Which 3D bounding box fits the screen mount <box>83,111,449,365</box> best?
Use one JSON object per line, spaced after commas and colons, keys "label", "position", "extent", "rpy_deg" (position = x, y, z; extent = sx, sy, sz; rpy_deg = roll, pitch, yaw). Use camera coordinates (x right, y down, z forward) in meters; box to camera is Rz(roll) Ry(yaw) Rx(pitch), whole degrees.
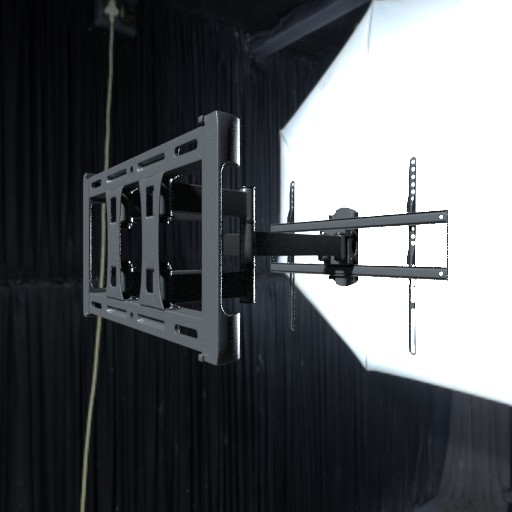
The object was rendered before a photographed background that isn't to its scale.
{"label": "screen mount", "position": [0.000, 0.000, 1.082], "extent": [0.644, 0.491, 0.661], "rpy_deg": [0, 0, -37]}
